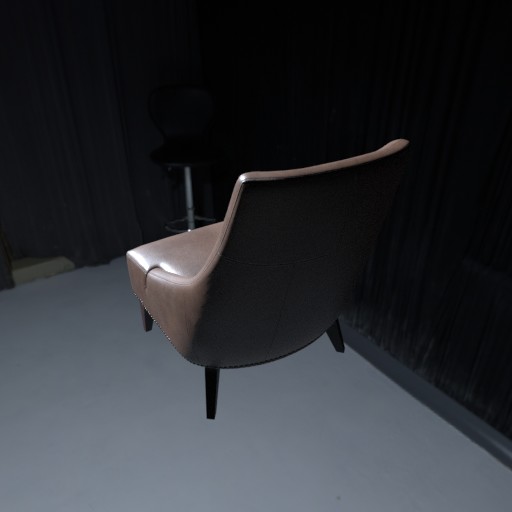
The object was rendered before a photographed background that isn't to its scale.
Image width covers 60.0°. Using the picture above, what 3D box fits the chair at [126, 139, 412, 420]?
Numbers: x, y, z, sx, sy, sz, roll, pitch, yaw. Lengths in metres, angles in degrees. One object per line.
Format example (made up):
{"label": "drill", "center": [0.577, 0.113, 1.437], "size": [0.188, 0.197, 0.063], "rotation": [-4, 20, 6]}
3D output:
{"label": "chair", "center": [0.000, 0.000, 1.555], "size": [0.701, 0.909, 0.861], "rotation": [-18, 35, -28]}
